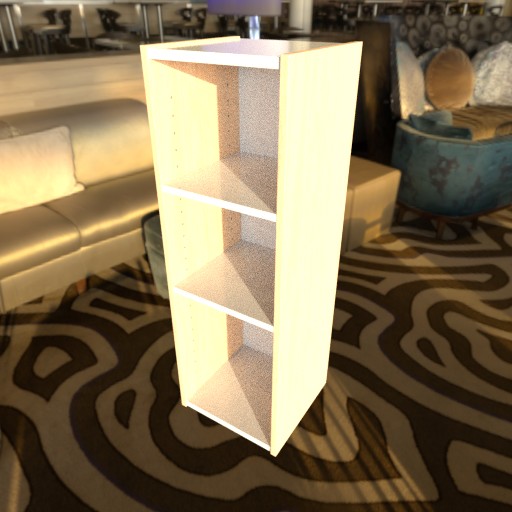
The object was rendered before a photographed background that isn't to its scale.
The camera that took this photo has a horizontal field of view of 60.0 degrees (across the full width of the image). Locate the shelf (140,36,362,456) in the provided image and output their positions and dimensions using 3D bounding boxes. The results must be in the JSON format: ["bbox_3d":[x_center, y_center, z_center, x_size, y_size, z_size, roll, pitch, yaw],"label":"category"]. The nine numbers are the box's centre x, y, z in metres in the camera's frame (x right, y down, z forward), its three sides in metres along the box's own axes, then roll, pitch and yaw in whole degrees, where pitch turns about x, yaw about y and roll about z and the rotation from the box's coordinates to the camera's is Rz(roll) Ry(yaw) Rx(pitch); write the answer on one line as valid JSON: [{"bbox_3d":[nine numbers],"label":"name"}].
[{"bbox_3d":[0.000,0.000,1.038,0.300,0.900,0.290,18,34,28],"label":"shelf"}]
